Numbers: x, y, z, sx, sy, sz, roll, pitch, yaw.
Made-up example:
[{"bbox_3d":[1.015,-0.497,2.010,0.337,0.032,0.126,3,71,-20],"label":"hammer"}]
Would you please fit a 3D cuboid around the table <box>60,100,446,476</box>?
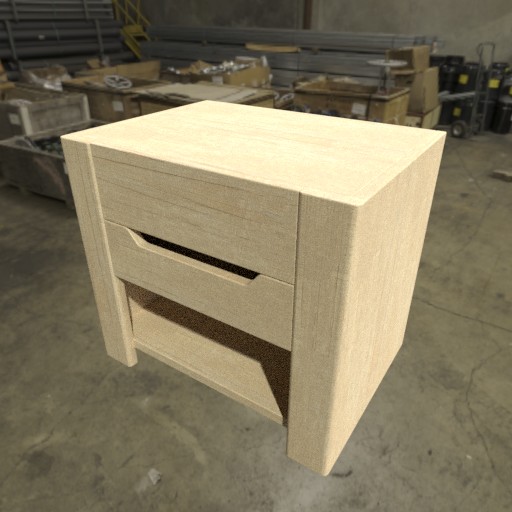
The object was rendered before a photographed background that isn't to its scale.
[{"bbox_3d":[0.000,0.000,0.931,0.570,0.510,0.420,18,34,29],"label":"table"}]
